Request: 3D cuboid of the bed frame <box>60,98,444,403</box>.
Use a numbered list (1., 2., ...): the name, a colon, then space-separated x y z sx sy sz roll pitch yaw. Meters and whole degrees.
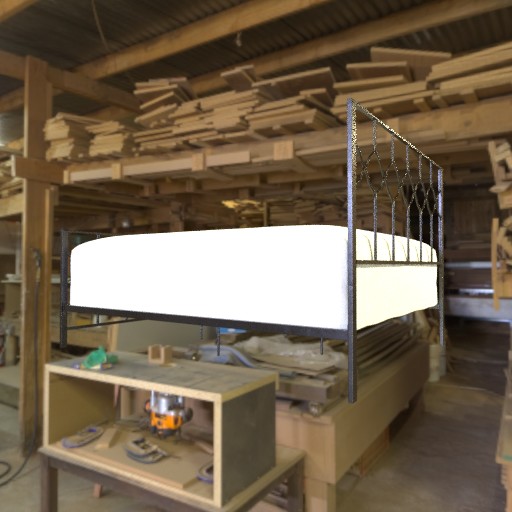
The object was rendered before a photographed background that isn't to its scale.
1. bed frame: 0.000 0.000 3.015 2.063 1.222 1.597 -1 -1 35
